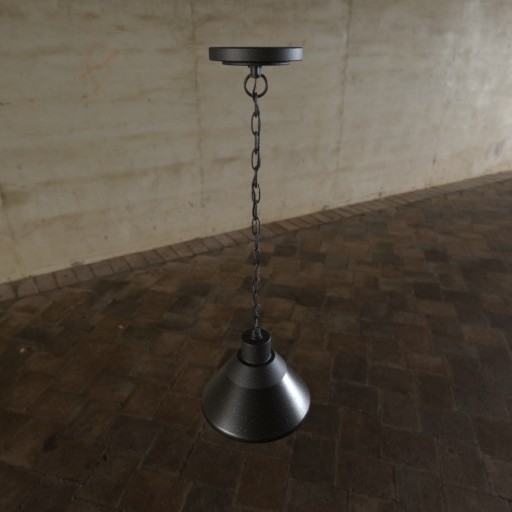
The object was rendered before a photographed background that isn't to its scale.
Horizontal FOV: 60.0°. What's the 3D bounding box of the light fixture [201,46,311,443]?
[{"bbox_3d":[0.000,0.000,0.691,0.201,0.588,0.201,1,26,1],"label":"light fixture"}]
